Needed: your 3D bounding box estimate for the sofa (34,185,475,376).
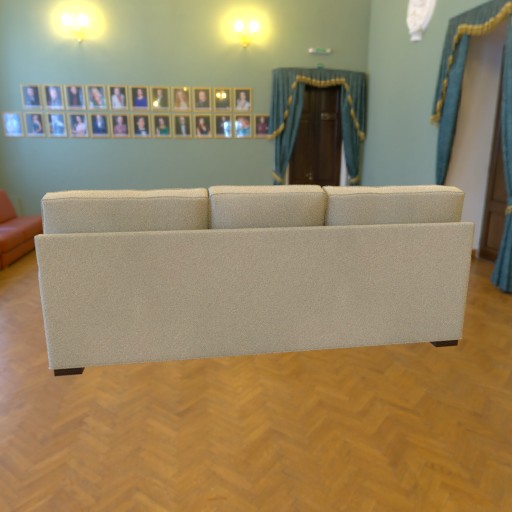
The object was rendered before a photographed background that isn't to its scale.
[{"bbox_3d":[0.000,0.000,2.556,2.088,0.862,0.935,-2,14,-9],"label":"sofa"}]
